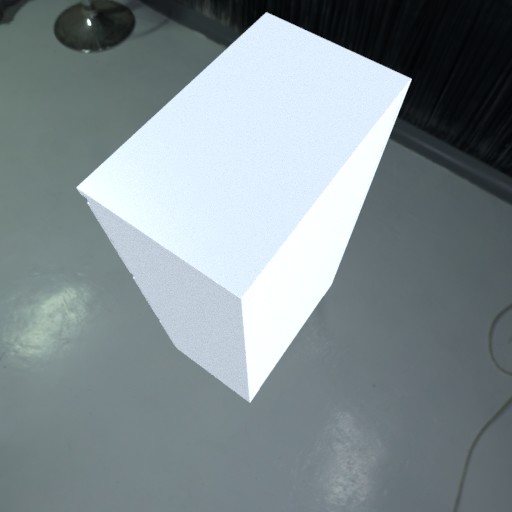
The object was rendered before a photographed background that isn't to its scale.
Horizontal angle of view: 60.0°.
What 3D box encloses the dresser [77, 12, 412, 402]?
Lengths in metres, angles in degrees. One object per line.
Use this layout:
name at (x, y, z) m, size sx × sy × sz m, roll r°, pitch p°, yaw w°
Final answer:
dresser at (0.000, 0.000, 1.464) m, size 0.400 × 1.190 × 0.650 m, roll 33°, pitch 68°, yaw 15°
